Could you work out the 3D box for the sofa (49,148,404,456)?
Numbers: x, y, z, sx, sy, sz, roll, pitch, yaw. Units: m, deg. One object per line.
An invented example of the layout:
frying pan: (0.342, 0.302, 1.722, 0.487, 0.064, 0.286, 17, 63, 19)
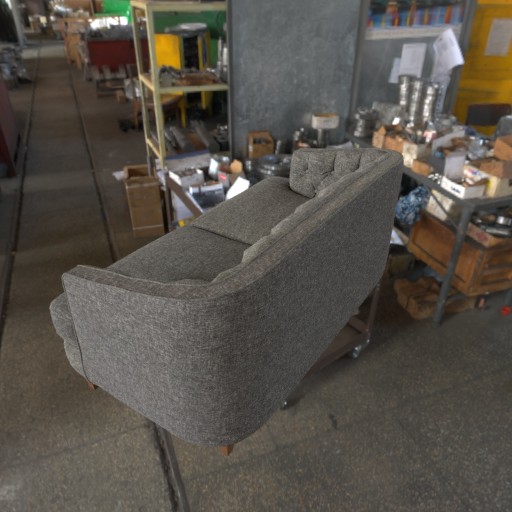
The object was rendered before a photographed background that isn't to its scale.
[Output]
sofa: (0.000, 0.000, 2.200, 0.941, 0.855, 1.733, 20, 37, 29)
